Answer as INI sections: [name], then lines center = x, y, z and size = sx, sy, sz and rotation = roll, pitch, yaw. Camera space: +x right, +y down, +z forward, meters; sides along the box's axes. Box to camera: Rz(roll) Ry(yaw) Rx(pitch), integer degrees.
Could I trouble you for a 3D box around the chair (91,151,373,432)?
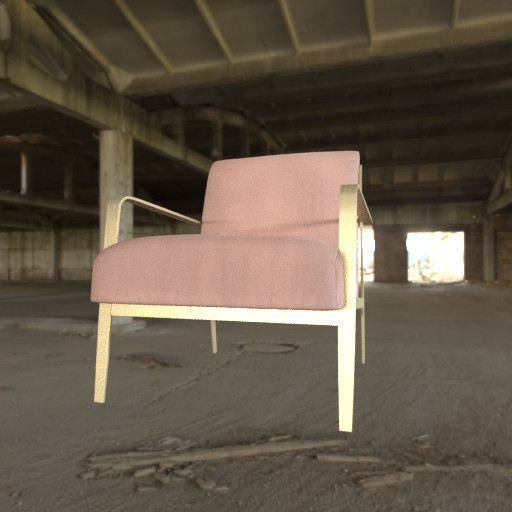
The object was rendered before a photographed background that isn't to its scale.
[chair]
center = 0.000, 0.000, 1.450
size = 0.701, 0.823, 0.848
rotation = 0, -1, 18
